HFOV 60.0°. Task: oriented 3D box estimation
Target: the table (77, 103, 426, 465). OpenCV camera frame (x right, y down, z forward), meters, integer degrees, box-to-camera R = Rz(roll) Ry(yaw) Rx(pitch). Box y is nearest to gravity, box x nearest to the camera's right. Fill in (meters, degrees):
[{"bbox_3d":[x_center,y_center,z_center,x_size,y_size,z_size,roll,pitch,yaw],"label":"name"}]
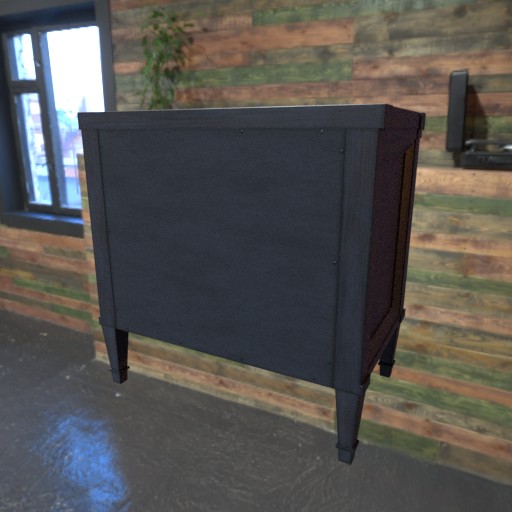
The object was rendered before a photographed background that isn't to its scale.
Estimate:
[{"bbox_3d":[0.000,0.000,1.072,0.660,0.660,0.413,8,18,27],"label":"table"}]
